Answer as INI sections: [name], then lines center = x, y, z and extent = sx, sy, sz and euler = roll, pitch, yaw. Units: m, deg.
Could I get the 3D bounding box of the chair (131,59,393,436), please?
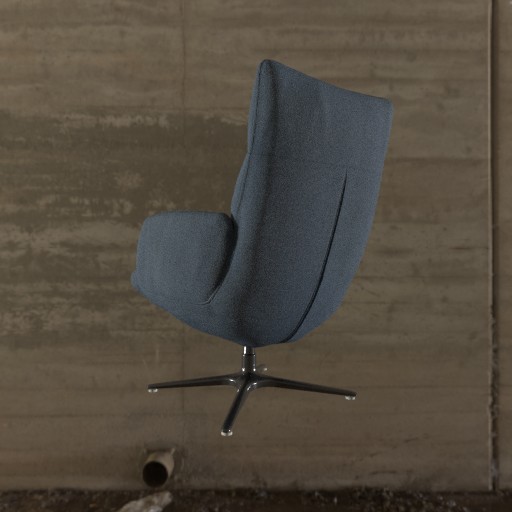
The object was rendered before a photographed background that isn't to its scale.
[chair]
center = 0.000, 0.000, 1.592
extent = 0.711, 1.016, 0.889
euler = 0, 0, -37
